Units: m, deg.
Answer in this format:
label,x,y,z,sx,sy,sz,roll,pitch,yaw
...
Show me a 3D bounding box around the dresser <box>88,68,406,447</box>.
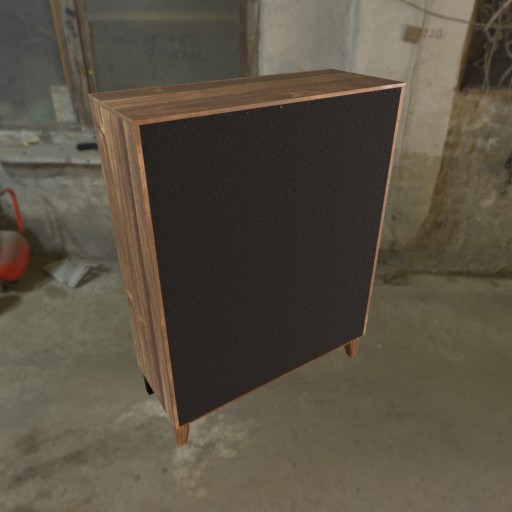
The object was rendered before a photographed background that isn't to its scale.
label,x,y,z,sx,sy,sz,roll,pitch,yaw
dresser,0.000,0.000,1.931,1.062,1.393,0.442,-18,35,-28
